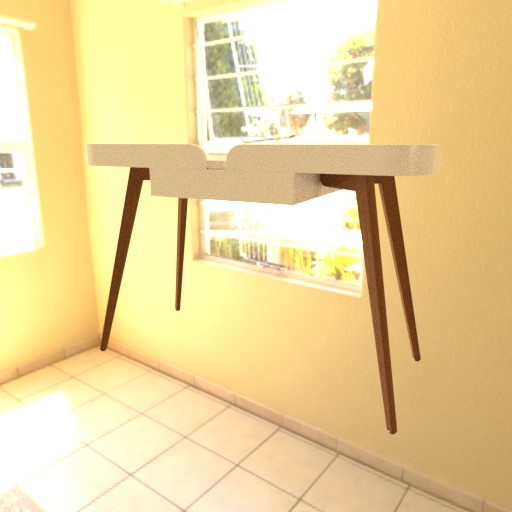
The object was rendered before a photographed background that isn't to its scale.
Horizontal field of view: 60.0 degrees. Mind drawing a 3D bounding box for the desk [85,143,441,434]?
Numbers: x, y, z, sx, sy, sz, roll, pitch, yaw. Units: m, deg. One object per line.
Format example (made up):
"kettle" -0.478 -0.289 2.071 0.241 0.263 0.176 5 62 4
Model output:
"desk" 0.000 0.000 1.643 1.206 0.807 0.534 7 16 26
